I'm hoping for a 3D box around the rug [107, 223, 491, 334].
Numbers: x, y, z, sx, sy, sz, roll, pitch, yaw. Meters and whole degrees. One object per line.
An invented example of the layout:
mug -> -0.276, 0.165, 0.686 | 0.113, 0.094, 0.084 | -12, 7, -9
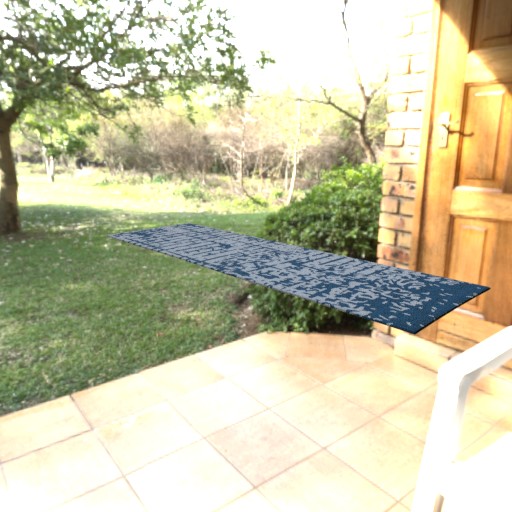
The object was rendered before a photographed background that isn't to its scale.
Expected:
rug -> 0.000, 0.000, 2.698 | 0.750, 0.011, 2.435 | -13, 19, -42
